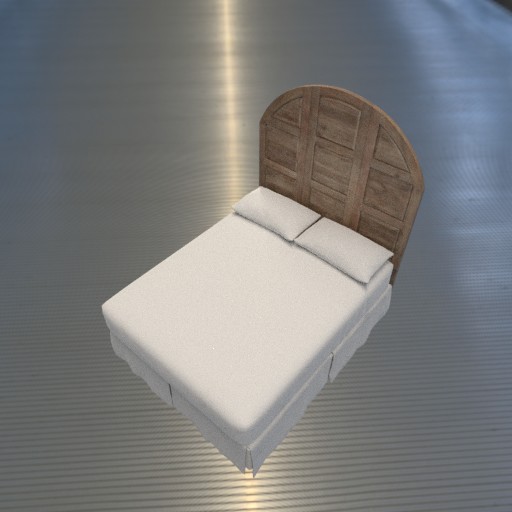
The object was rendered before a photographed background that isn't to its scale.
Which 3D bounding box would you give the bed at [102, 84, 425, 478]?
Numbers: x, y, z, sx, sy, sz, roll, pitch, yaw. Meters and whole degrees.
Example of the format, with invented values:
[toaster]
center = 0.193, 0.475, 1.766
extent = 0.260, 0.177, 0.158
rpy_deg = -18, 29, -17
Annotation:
[bed]
center = 0.000, 0.000, 3.496
extent = 1.713, 2.002, 2.112
rpy_deg = 31, 52, 28
